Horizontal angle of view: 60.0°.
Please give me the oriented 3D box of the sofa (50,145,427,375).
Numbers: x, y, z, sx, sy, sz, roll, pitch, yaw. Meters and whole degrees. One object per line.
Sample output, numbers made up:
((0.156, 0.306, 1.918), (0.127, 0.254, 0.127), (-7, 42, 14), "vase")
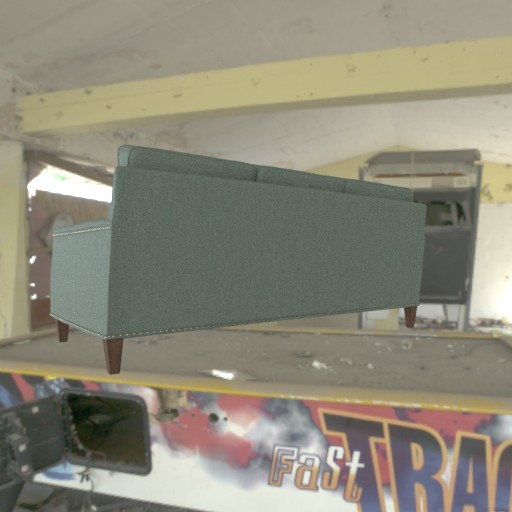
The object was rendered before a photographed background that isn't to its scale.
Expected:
((0.000, 0.000, 2.835), (2.246, 1.003, 1.084), (0, 0, -36), "sofa")
